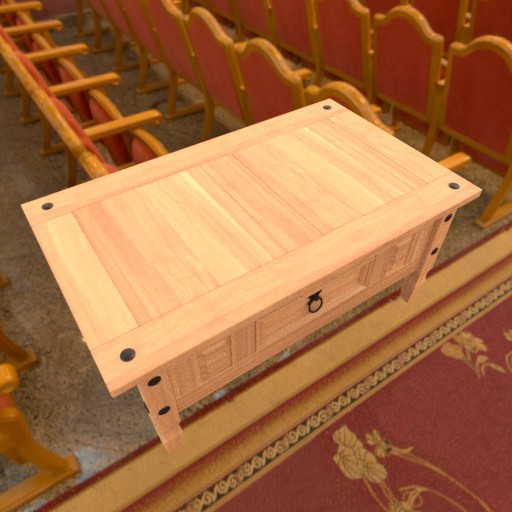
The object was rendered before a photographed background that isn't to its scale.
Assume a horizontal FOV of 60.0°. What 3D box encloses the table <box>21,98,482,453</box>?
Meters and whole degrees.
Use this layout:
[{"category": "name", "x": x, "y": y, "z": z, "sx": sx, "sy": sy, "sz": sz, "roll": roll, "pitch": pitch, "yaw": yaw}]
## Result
[{"category": "table", "x": 0.000, "y": 0.000, "z": 1.270, "sx": 1.000, "sy": 0.437, "sz": 0.600, "roll": -26, "pitch": 51, "yaw": -23}]
